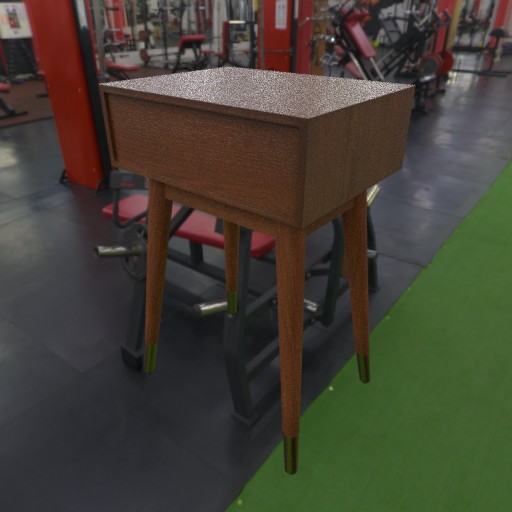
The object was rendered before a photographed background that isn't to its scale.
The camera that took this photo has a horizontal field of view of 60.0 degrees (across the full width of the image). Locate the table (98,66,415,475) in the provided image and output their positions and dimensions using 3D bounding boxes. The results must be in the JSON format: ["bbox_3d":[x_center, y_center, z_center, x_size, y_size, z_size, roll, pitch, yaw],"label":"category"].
[{"bbox_3d":[0.000,0.000,0.821,0.406,0.599,0.300,22,36,33],"label":"table"}]
